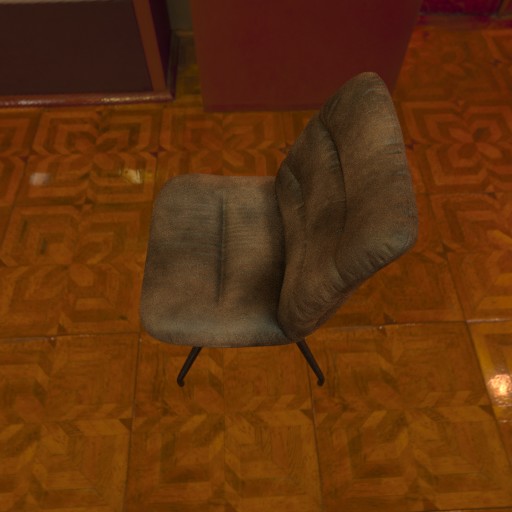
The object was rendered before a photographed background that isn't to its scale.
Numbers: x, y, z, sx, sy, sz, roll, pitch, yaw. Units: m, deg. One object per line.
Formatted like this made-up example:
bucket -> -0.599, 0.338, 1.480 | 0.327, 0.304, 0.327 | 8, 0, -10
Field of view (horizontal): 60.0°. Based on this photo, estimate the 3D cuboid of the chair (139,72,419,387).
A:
chair -> 0.000, 0.000, 1.248 | 0.622, 0.870, 0.549 | 0, 59, 0
